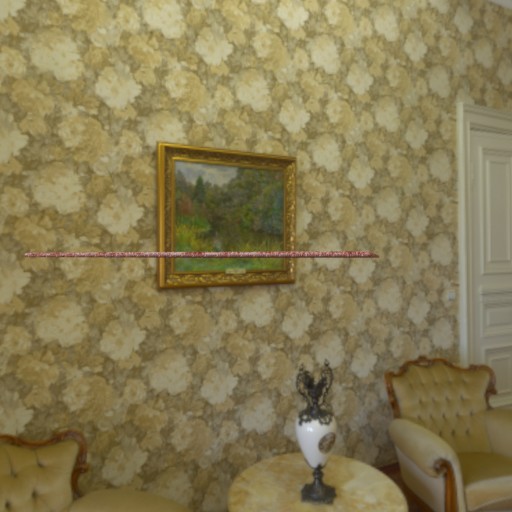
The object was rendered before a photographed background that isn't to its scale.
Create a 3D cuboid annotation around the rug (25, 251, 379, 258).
[{"bbox_3d":[0.000,0.000,2.314,1.219,0.016,1.829,0,0,16],"label":"rug"}]
